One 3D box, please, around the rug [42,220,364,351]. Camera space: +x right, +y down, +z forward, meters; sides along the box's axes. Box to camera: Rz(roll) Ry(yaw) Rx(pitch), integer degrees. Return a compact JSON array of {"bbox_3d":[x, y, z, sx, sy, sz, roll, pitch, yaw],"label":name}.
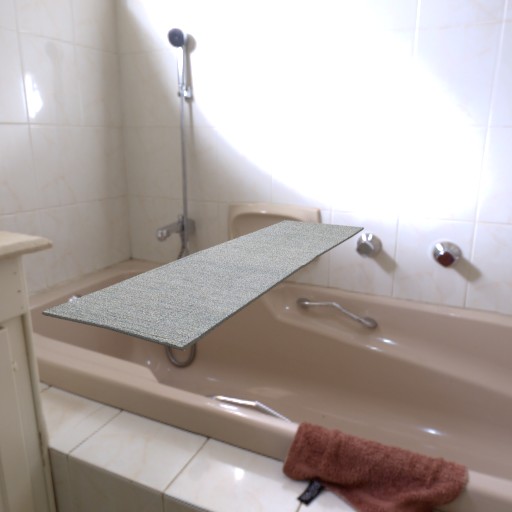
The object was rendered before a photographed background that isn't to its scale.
[{"bbox_3d":[0.000,0.000,2.592,0.675,0.037,2.341,8,16,27],"label":"rug"}]
